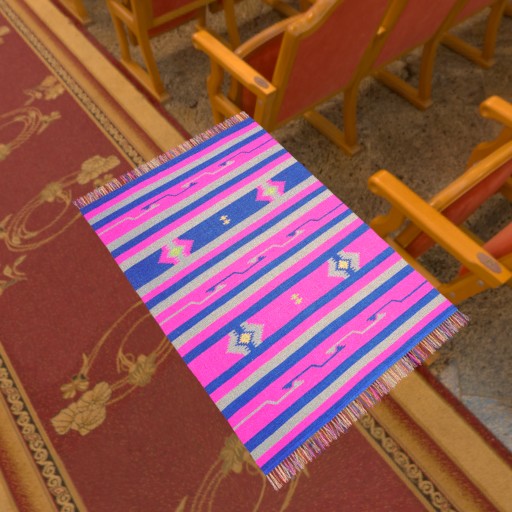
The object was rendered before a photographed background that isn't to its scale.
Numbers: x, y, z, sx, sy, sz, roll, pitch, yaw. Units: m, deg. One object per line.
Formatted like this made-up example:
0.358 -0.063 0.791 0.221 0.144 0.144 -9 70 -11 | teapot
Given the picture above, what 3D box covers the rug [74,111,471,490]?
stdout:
0.000 0.000 2.946 1.539 0.013 2.350 -34 65 -18 | rug
